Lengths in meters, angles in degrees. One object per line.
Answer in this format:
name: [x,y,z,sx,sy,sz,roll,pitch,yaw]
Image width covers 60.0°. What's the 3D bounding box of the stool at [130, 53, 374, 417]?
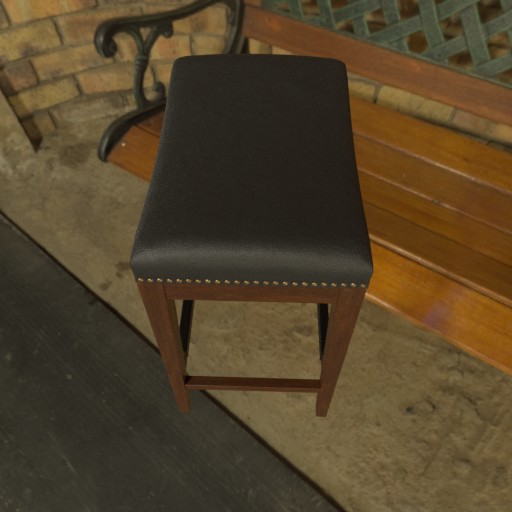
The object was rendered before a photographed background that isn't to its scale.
stool: [0.000,0.000,0.935,0.353,0.664,0.490,1,57,1]
